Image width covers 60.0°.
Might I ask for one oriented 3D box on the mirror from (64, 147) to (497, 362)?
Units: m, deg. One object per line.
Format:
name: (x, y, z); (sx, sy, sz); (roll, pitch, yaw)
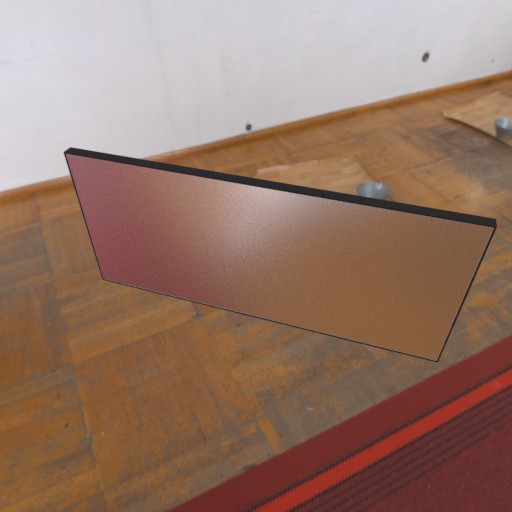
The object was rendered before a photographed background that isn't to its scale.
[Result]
mirror: (0.000, 0.000, 1.798); (1.584, 0.692, 0.047); (12, 42, 14)
